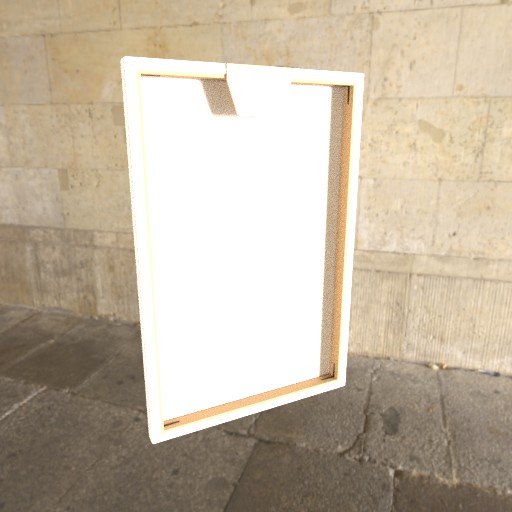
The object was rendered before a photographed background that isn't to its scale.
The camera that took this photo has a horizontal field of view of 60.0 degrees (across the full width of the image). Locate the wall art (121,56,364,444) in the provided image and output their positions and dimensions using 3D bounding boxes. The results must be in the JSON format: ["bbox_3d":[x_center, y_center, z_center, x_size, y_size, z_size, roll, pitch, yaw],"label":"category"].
[{"bbox_3d":[0.000,0.000,1.139,0.602,0.902,0.048,-8,17,-26],"label":"wall art"}]
